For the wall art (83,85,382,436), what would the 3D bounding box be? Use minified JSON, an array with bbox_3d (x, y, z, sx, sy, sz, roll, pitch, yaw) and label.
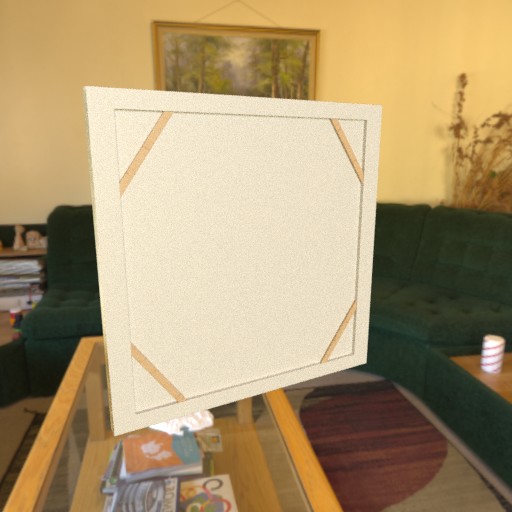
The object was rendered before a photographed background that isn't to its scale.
[{"bbox_3d":[0.000,0.000,1.613,1.092,1.091,0.051,-7,15,-28],"label":"wall art"}]
